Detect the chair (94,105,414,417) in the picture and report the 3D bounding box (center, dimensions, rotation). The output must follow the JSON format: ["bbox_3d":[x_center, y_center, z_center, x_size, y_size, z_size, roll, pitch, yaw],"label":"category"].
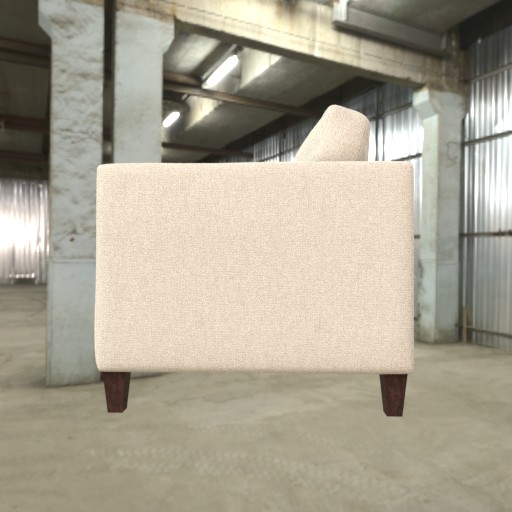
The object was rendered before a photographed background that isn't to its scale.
[{"bbox_3d":[0.000,0.000,1.741,0.959,0.919,0.996,0,0,2],"label":"chair"}]
